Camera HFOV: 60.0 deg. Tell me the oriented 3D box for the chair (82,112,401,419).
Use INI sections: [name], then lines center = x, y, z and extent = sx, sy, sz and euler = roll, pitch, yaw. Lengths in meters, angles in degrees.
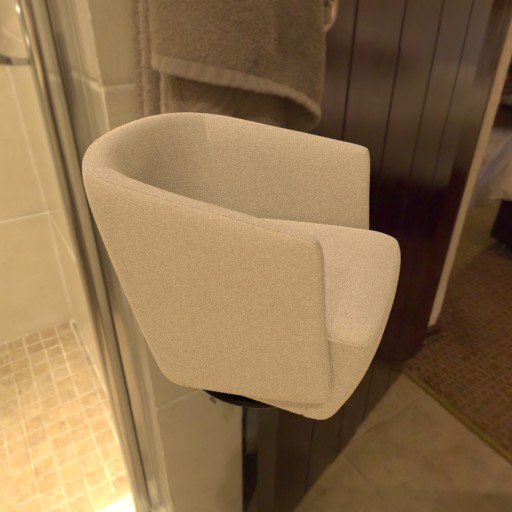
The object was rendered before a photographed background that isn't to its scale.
[chair]
center = 0.000, 0.000, 1.596
extent = 0.986, 0.861, 0.822
euler = 11, 33, 18
